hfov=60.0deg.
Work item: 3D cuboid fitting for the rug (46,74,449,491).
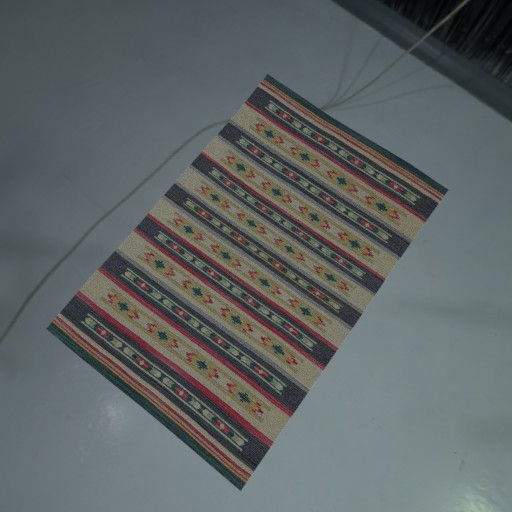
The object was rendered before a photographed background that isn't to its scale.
[{"bbox_3d":[0.000,0.000,2.867,1.522,0.010,2.311,36,78,9],"label":"rug"}]
